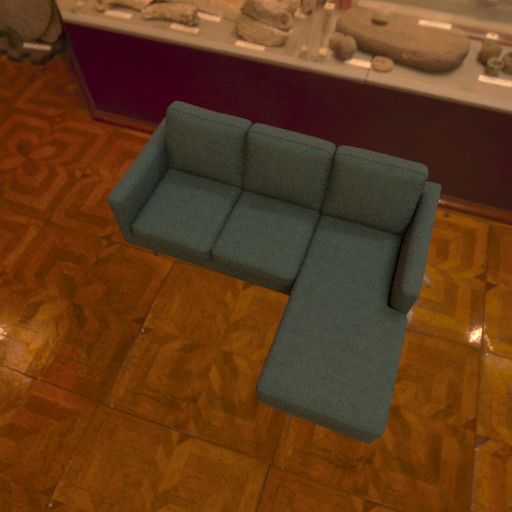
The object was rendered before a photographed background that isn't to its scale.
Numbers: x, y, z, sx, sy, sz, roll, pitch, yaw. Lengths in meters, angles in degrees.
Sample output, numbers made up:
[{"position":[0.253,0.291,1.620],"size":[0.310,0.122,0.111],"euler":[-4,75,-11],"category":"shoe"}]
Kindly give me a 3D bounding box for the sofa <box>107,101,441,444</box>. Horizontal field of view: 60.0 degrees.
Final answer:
[{"position":[0.000,0.000,2.924],"size":[2.055,0.957,1.667],"euler":[18,59,11],"category":"sofa"}]
